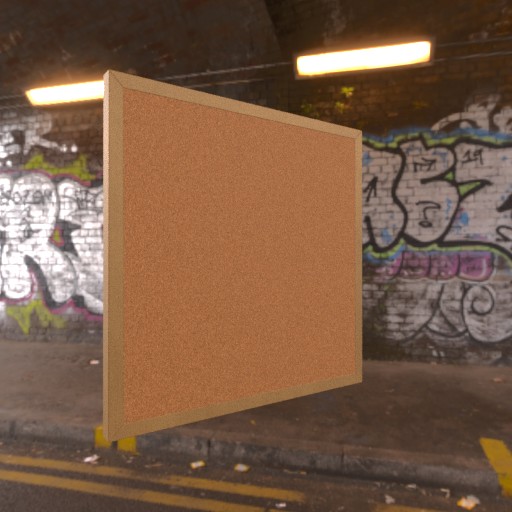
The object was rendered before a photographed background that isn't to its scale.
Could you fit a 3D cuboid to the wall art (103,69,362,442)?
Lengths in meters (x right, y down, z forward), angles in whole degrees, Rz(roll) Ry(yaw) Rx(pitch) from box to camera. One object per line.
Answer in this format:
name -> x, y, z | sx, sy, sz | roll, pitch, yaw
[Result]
wall art -> 0.000, 0.000, 1.139 | 0.763, 0.763, 0.037 | 0, 0, -35
